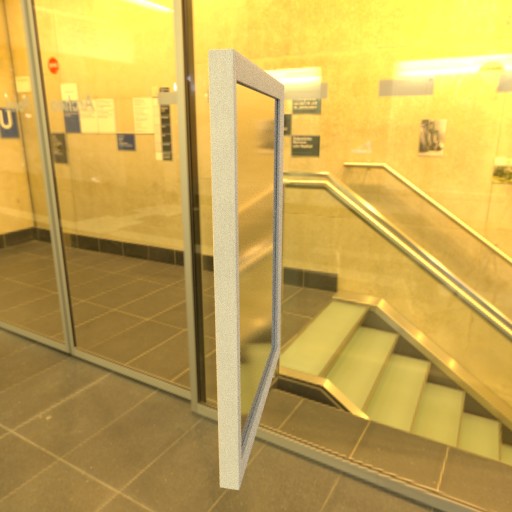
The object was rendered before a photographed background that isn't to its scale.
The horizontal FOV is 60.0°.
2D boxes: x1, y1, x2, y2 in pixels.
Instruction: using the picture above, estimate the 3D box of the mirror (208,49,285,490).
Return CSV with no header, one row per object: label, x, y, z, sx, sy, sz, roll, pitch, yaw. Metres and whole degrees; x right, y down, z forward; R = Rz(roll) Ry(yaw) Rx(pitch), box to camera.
mirror,0.000,0.000,0.922,0.040,0.710,0.507,3,16,11
